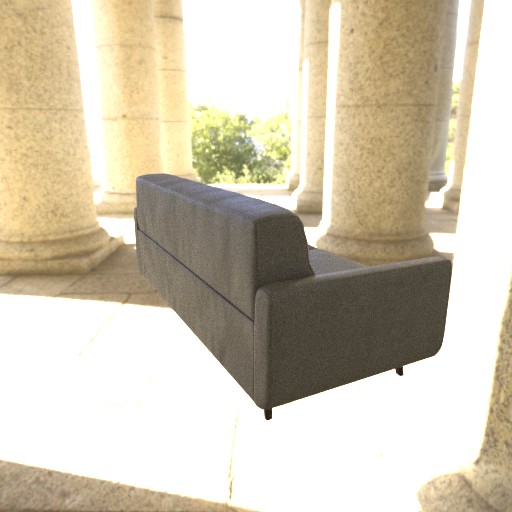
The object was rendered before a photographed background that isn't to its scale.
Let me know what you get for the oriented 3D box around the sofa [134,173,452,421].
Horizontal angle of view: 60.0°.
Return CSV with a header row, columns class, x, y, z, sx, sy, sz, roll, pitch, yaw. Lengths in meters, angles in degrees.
class,x,y,z,sx,sy,sz,roll,pitch,yaw
sofa,0.000,0.000,2.626,0.968,0.873,2.055,-8,18,-26
